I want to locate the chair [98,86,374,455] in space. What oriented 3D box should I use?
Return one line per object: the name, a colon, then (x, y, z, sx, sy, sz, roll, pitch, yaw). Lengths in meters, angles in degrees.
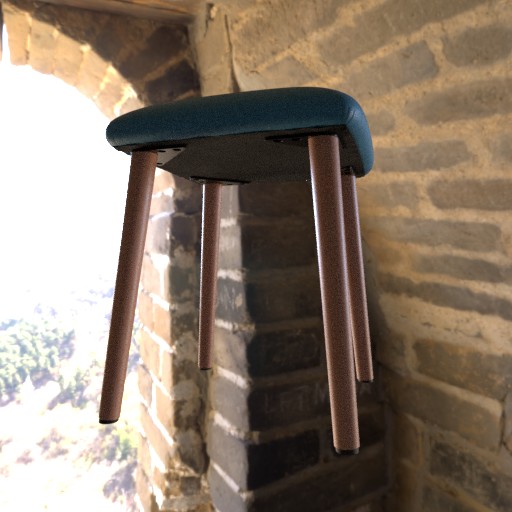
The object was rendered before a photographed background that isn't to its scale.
chair: (0.000, 0.000, 0.706, 0.360, 0.450, 0.360, 0, -1, 18)
